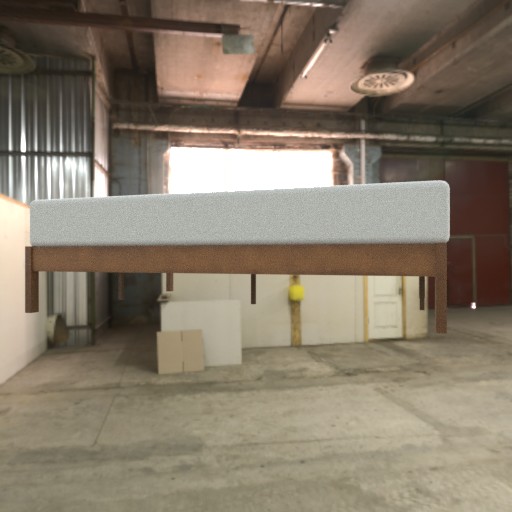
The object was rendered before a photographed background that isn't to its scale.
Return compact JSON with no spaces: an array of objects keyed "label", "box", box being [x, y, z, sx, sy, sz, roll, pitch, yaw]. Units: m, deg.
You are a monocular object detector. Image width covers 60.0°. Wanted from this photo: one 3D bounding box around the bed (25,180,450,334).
[{"label":"bed","box":[0.000,0.000,2.729,2.050,0.593,1.529,0,0,18]}]
